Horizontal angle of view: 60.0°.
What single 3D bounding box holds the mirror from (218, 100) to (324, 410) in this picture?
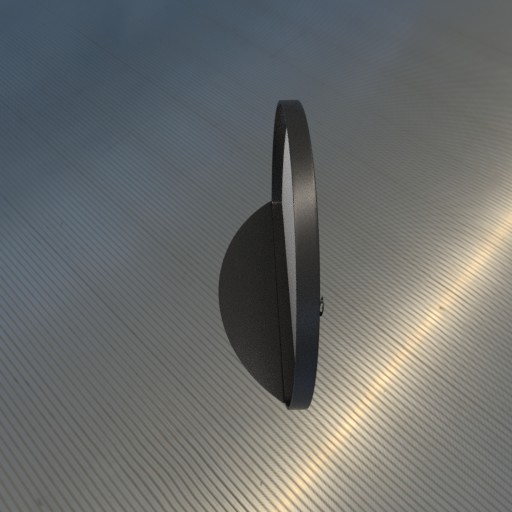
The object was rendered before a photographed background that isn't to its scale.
[{"bbox_3d":[0.000,0.000,0.691,0.133,0.457,0.457,-2,58,-1],"label":"mirror"}]
